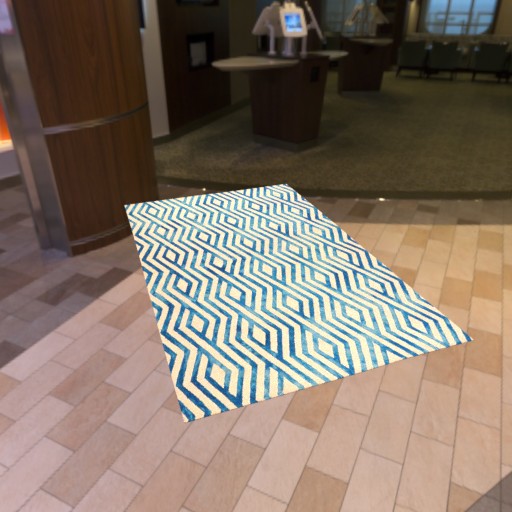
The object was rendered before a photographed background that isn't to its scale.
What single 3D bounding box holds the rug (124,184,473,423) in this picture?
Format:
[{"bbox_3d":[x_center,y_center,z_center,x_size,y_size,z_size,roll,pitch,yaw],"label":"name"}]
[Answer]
[{"bbox_3d":[0.000,0.000,3.072,1.531,0.008,2.439,-10,31,-17],"label":"rug"}]
